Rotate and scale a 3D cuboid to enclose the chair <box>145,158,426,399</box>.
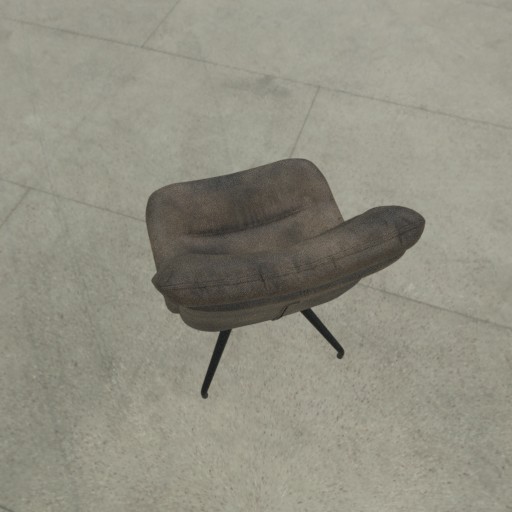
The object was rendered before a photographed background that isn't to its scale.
[{"bbox_3d":[0.000,0.000,1.238,0.549,0.870,0.622,-14,59,-8],"label":"chair"}]
